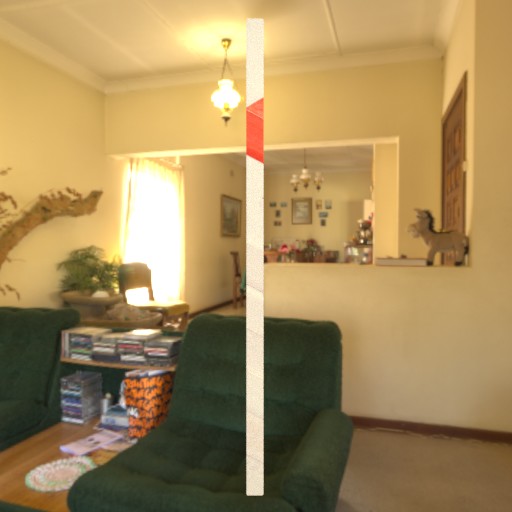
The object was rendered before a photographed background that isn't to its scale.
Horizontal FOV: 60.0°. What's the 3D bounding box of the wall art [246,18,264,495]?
[{"bbox_3d":[0.000,0.000,1.092,0.036,0.848,0.613,0,1,0],"label":"wall art"}]
